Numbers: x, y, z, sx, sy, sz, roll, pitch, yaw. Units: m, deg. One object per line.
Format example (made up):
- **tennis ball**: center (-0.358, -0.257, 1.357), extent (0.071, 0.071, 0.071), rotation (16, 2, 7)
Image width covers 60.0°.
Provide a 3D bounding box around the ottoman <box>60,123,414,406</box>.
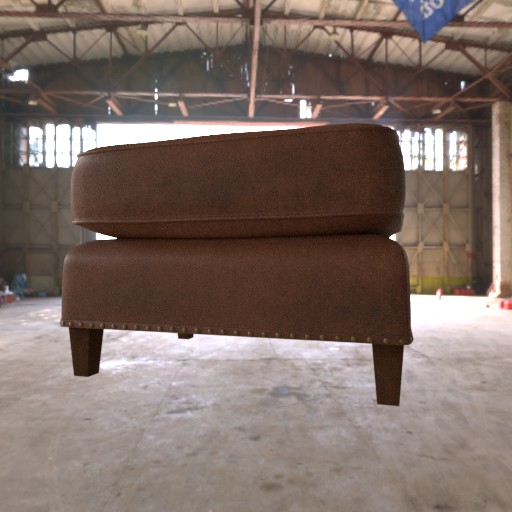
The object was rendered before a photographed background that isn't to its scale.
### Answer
- **ottoman**: center (0.000, 0.000, 1.128), extent (0.738, 0.537, 0.589), rotation (0, -1, 18)
